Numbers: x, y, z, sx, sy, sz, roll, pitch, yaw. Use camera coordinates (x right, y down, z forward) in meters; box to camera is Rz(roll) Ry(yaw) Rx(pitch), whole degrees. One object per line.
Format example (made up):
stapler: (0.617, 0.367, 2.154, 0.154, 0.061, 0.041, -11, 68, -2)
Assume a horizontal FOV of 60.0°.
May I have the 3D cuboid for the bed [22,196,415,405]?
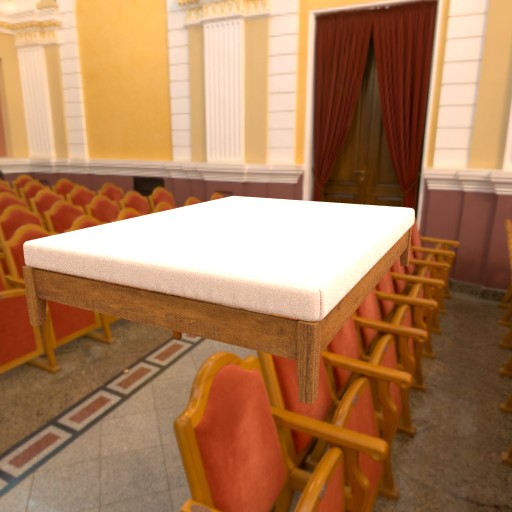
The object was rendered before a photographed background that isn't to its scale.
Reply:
bed: (0.000, 0.000, 2.707, 1.536, 0.431, 2.016, 8, 17, 27)
